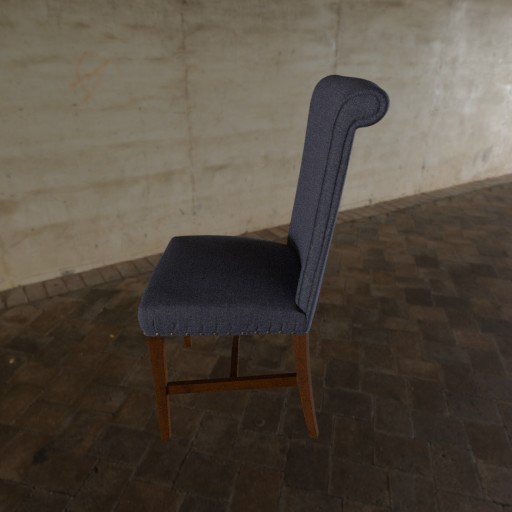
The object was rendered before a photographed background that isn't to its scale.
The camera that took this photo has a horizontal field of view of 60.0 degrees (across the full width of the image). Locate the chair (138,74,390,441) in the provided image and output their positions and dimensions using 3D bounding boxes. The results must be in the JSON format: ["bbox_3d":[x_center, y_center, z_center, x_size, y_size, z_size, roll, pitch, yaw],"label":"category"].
[{"bbox_3d":[0.000,0.000,1.330,0.608,0.988,0.513,0,25,0],"label":"chair"}]
